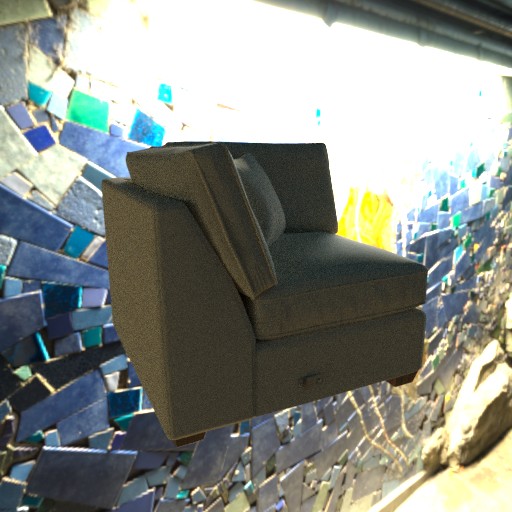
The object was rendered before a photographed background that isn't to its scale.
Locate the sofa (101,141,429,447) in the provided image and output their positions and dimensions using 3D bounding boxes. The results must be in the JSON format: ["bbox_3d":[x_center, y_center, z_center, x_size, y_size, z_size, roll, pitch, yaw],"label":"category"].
[{"bbox_3d":[0.000,0.000,1.987,1.146,1.002,1.084,-7,16,-25],"label":"sofa"}]
